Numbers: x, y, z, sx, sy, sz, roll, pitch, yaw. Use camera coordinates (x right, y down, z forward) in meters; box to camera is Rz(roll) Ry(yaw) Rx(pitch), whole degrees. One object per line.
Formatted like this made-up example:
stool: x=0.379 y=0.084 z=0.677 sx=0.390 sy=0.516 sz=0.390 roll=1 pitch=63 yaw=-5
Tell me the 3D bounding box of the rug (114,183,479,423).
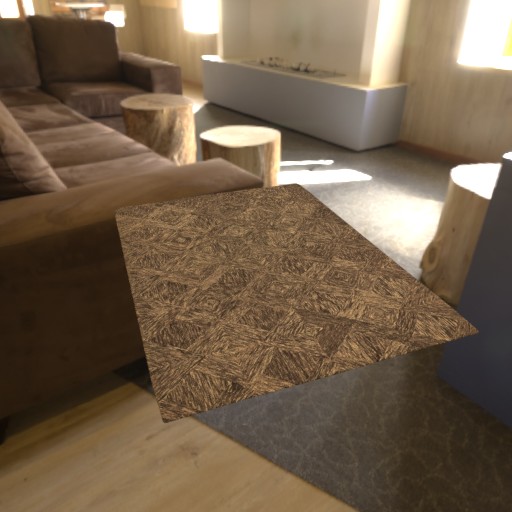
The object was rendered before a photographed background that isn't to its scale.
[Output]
rug: x=0.000 y=0.000 z=5.356 sx=2.997 sy=0.020 sz=4.093 roll=-11 pitch=32 yaw=-17
